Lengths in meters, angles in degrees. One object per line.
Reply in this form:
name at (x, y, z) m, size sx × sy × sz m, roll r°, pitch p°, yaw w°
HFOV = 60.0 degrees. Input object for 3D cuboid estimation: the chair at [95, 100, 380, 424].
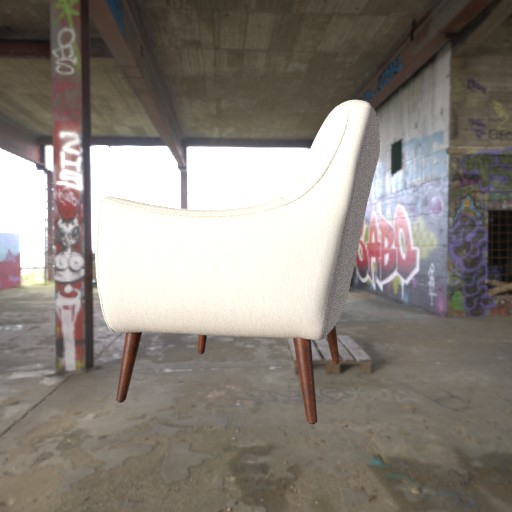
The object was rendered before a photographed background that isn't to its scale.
chair at (0.000, 0.000, 1.472) m, size 0.787 × 0.838 × 0.762 m, roll 0°, pitch 2°, yaw 16°
